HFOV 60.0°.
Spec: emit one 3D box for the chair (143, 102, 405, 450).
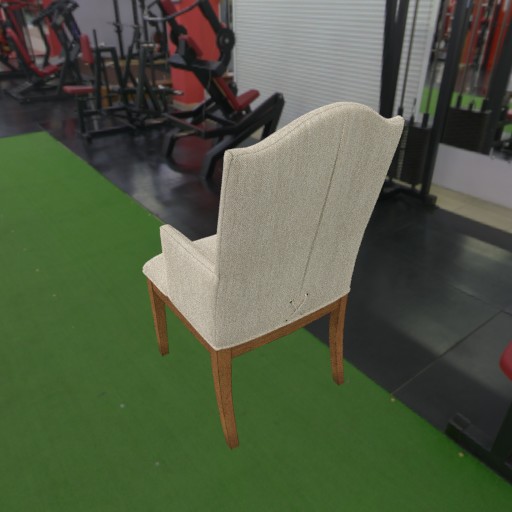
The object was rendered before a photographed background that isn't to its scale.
[{"bbox_3d":[0.000,0.000,1.377,0.533,1.016,0.641,-19,36,-30],"label":"chair"}]
